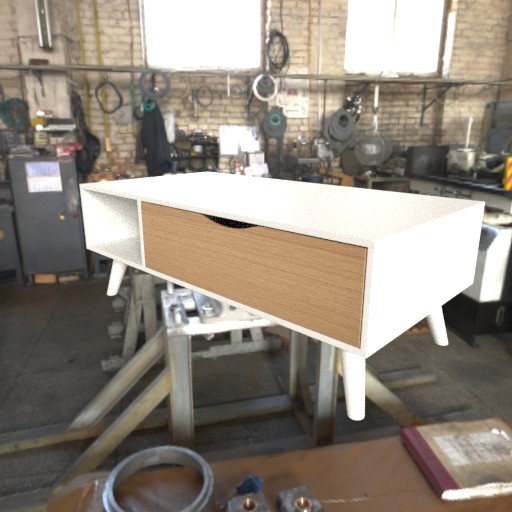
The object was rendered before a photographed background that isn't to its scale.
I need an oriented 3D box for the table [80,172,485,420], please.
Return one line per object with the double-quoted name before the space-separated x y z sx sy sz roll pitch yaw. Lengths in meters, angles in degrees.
"table" 0.000 0.000 1.487 1.194 0.432 0.609 15 22 42
